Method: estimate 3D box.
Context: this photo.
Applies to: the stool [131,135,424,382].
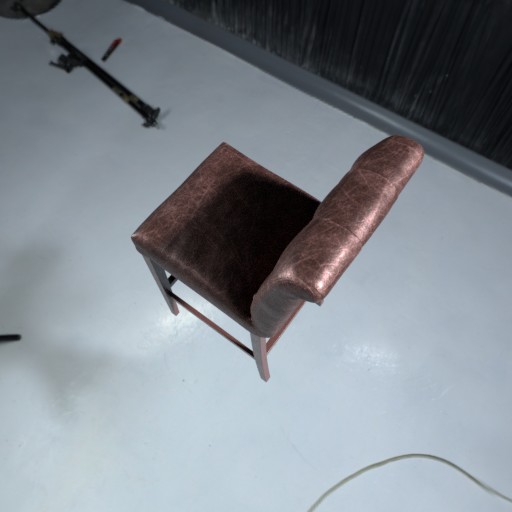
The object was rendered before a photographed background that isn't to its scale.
[{"bbox_3d":[0.000,0.000,1.522,0.659,1.168,0.483,33,68,15],"label":"stool"}]
